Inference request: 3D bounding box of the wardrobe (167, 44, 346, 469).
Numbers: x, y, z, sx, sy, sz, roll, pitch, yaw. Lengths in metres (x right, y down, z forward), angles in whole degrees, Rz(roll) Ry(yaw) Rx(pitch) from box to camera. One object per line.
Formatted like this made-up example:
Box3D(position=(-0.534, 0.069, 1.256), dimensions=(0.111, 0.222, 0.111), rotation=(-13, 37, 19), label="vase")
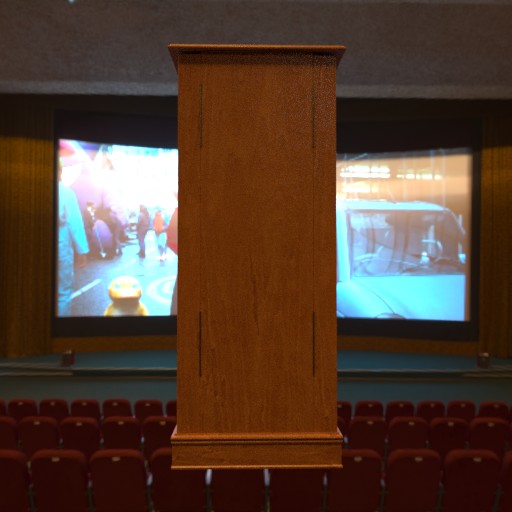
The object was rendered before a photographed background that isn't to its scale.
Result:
Box3D(position=(0.000, 0.000, 1.134), dimensions=(0.406, 0.959, 0.273), rotation=(0, -1, -1), label="wardrobe")
